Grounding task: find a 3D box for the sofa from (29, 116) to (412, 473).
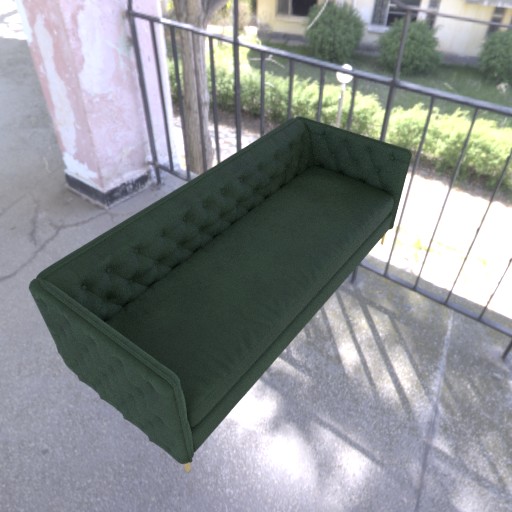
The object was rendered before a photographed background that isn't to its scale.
[{"bbox_3d":[0.000,0.000,2.612,0.895,0.771,2.209,27,48,27],"label":"sofa"}]
